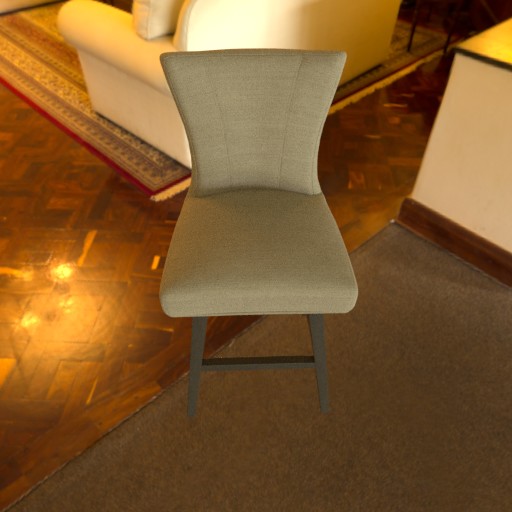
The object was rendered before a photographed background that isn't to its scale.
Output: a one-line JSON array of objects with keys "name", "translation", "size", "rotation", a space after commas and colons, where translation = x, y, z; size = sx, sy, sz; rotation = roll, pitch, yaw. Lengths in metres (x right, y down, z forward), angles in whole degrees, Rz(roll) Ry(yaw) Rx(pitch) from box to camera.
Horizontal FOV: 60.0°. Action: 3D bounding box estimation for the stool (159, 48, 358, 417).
[{"name": "stool", "translation": [0.000, 0.000, 1.407], "size": [0.514, 1.086, 0.574], "rotation": [-1, 46, -1]}]
